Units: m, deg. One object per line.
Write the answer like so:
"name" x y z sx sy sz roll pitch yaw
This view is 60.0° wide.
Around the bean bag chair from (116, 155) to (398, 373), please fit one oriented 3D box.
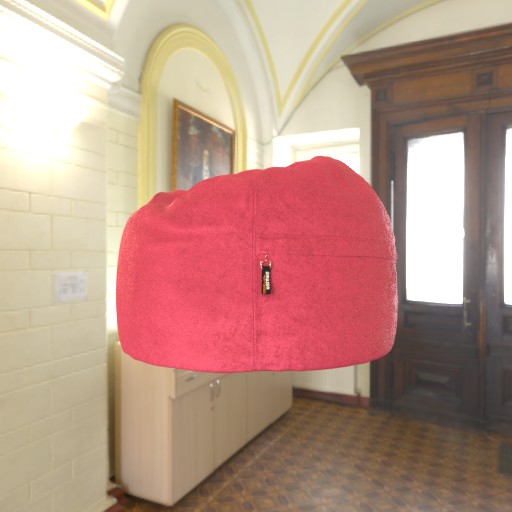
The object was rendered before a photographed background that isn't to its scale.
"bean bag chair" 0.000 0.000 2.019 1.218 0.788 1.218 0 0 0
